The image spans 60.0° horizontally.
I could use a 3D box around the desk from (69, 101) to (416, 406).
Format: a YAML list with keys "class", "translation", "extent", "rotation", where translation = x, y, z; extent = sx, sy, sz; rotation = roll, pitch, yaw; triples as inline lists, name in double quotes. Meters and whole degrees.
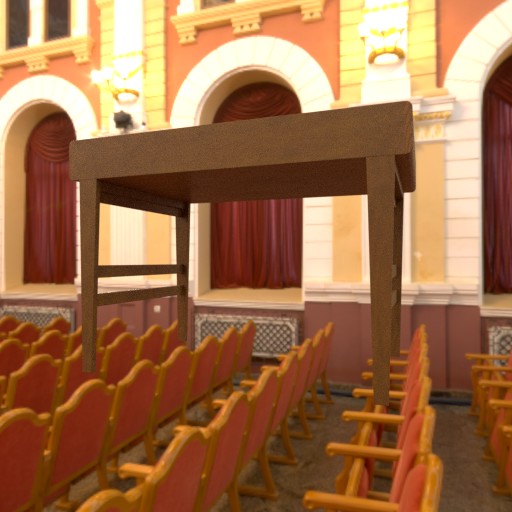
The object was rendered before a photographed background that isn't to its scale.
- class: "desk"
  translation: [0.000, 0.000, 1.578]
  extent: [1.066, 0.754, 0.660]
  rotation: [0, -1, 20]
